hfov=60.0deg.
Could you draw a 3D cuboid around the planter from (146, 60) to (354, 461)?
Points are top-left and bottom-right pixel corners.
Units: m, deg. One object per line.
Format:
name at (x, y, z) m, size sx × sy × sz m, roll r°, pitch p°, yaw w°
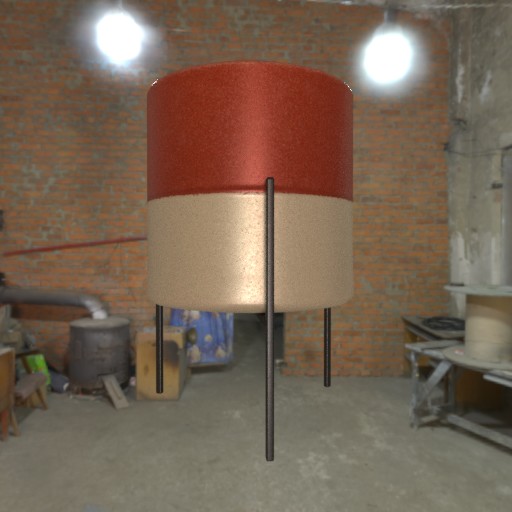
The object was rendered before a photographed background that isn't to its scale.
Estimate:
planter at (0.000, 0.000, 0.519) m, size 0.251 × 0.354 × 0.235 m, roll -1°, pitch 1°, yaw -37°
